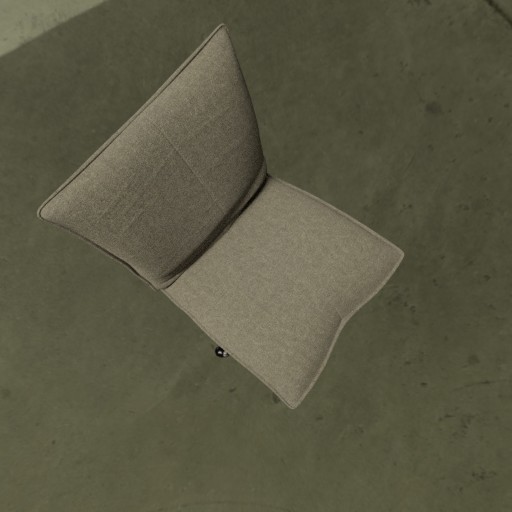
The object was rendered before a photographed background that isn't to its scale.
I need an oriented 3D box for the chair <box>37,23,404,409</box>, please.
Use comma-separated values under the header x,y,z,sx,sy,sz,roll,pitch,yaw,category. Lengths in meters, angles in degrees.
x,y,z,sx,sy,sz,roll,pitch,yaw,category
0.000,0.000,1.274,0.696,0.811,0.597,38,78,10,chair
